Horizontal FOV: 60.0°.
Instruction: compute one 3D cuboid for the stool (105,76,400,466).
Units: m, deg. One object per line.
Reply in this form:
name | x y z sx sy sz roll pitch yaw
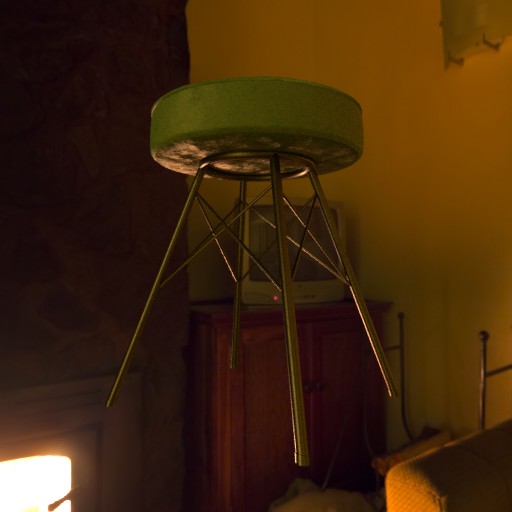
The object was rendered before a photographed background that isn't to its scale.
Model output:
stool | 0.000 0.000 0.912 0.457 0.595 0.430 -1 -1 36
